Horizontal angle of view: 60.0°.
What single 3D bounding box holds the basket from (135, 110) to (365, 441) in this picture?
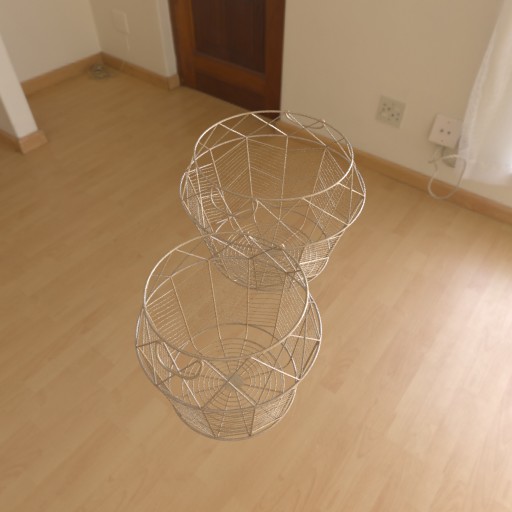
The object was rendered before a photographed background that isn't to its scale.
[{"bbox_3d":[0.000,0.000,1.017,0.451,0.343,0.805,9,47,9],"label":"basket"}]
